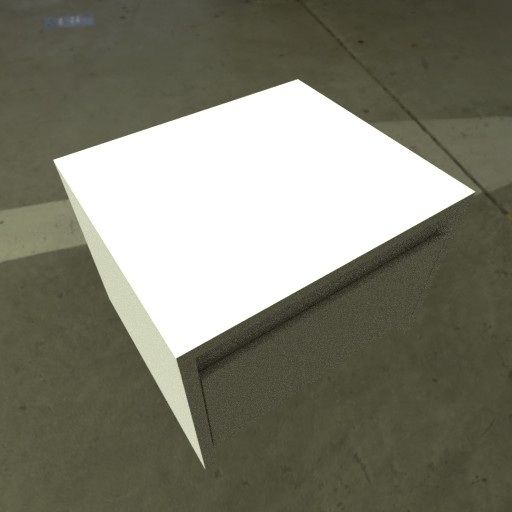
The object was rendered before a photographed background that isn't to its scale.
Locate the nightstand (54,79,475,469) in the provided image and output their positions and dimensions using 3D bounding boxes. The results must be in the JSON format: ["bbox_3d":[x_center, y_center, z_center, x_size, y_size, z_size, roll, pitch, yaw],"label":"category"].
[{"bbox_3d":[0.000,0.000,0.779,0.470,0.351,0.408,-26,53,-22],"label":"nightstand"}]
